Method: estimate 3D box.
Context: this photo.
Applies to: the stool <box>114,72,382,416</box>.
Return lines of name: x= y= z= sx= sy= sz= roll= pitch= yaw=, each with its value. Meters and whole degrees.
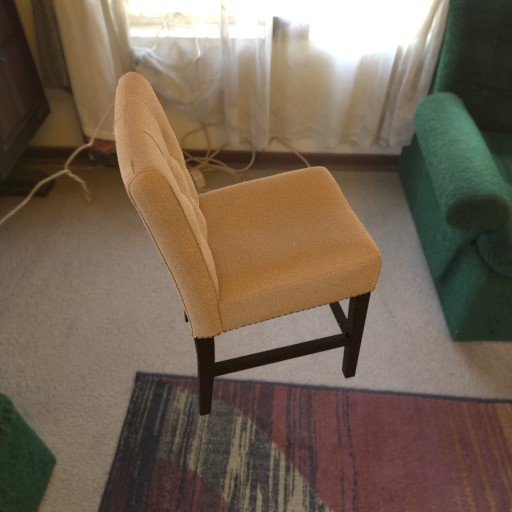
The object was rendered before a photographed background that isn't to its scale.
stool: x=0.000 y=0.000 z=1.197 sx=0.571 sy=0.885 sz=0.427 roll=-10 pitch=46 yaw=-10
